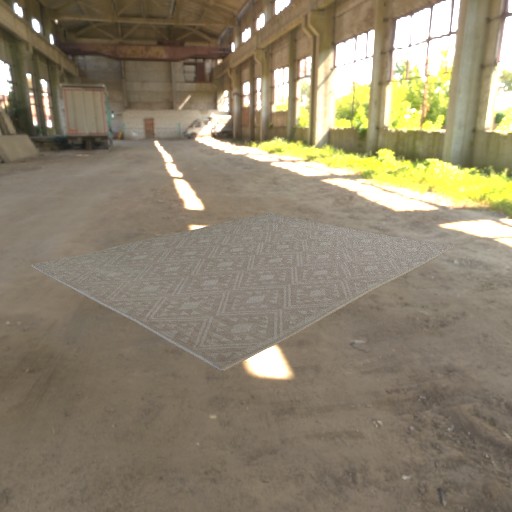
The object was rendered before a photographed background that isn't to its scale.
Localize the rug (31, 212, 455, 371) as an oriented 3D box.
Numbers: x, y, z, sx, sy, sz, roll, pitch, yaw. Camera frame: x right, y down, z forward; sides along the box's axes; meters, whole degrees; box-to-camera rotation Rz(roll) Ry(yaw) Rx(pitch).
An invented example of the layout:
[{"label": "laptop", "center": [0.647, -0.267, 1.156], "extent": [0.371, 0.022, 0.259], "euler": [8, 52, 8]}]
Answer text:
[{"label": "rug", "center": [0.000, 0.000, 3.992], "extent": [2.399, 0.054, 3.011], "euler": [16, 23, 41]}]
